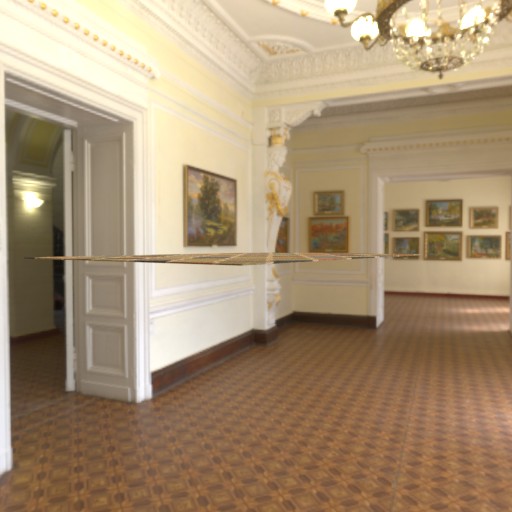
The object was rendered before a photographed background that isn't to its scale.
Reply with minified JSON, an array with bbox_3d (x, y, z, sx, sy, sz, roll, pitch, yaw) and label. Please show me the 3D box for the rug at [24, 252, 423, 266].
[{"bbox_3d":[0.000,0.000,2.940,1.521,0.006,2.284,1,2,36],"label":"rug"}]
